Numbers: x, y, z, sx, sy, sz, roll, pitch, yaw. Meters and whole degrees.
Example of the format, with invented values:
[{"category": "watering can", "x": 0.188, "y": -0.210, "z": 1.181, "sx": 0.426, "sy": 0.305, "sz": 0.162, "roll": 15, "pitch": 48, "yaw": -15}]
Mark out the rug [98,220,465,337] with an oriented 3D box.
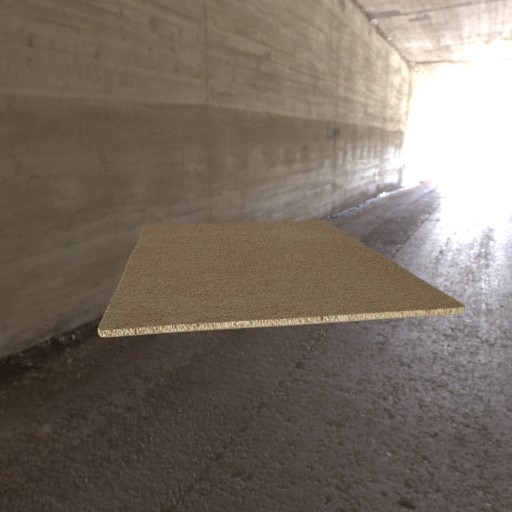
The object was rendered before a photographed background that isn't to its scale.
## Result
[{"category": "rug", "x": 0.000, "y": 0.000, "z": 2.160, "sx": 1.199, "sy": 0.025, "sz": 1.600, "roll": -2, "pitch": 15, "yaw": -8}]
